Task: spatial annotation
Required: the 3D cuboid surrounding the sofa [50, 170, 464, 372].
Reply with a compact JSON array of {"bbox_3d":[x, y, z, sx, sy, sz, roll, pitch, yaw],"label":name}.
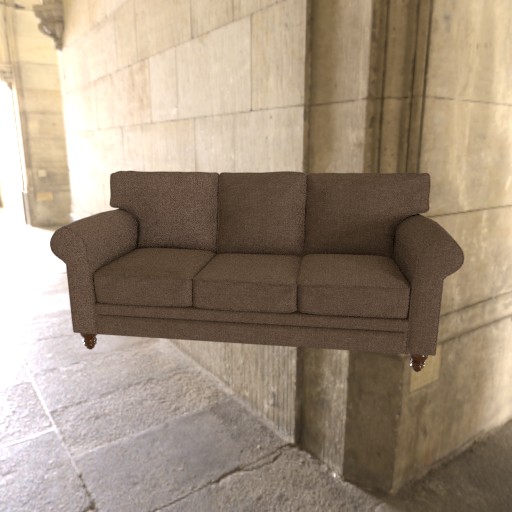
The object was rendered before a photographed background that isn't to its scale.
[{"bbox_3d":[0.000,0.000,2.619,2.084,0.961,0.916,2,14,8],"label":"sofa"}]
